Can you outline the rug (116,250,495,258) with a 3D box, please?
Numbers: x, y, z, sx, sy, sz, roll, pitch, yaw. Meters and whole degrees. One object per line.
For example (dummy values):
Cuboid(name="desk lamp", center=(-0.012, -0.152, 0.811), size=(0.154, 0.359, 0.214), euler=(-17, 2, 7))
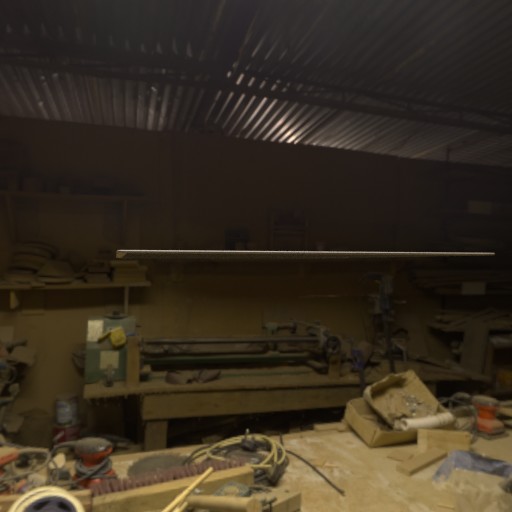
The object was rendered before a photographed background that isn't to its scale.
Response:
Cuboid(name="rug", center=(0.000, 0.000, 4.028), size=(2.423, 0.019, 3.009), euler=(0, -1, -18))
